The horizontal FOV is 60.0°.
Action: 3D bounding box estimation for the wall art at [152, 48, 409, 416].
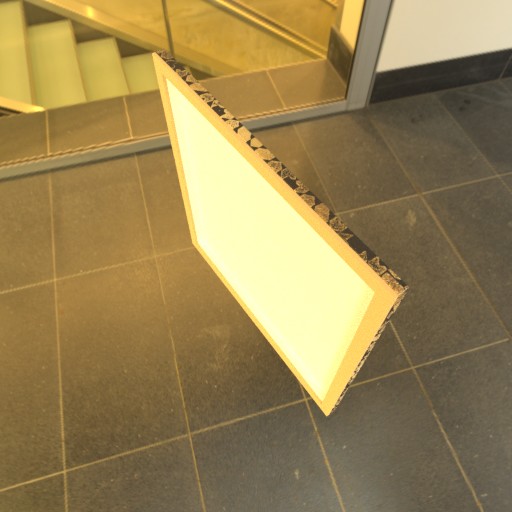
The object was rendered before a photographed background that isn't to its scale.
[{"bbox_3d":[0.000,0.000,1.388,0.038,0.914,0.914,-31,63,-18],"label":"wall art"}]
